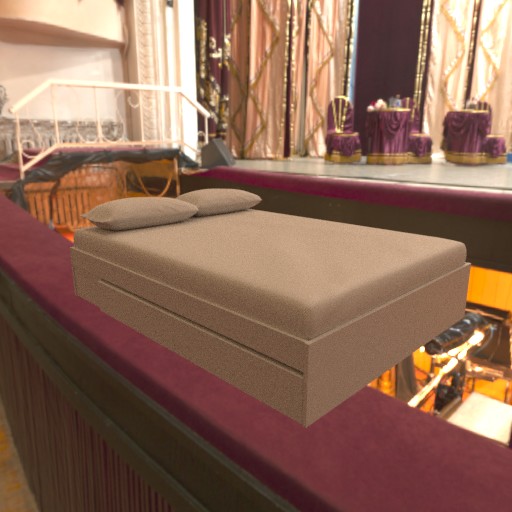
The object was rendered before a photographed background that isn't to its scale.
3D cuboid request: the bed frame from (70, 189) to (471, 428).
[{"bbox_3d":[0.000,0.000,2.647,1.450,0.629,1.950,-14,20,-43],"label":"bed frame"}]
